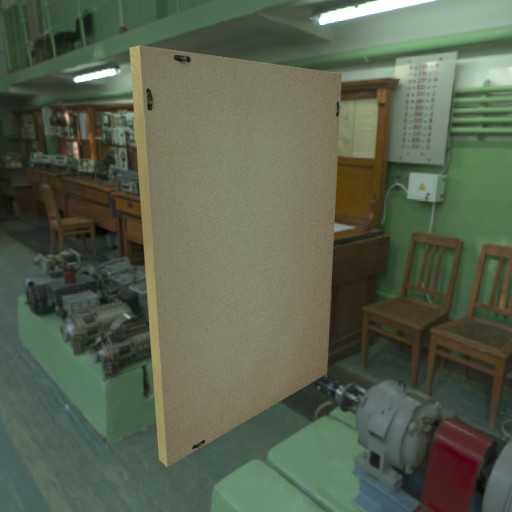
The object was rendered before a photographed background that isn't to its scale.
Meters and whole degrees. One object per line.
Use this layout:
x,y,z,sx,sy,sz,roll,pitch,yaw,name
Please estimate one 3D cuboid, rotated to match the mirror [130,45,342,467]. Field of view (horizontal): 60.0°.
0.000,0.000,1.136,0.609,0.915,0.041,-15,21,-41,mirror
